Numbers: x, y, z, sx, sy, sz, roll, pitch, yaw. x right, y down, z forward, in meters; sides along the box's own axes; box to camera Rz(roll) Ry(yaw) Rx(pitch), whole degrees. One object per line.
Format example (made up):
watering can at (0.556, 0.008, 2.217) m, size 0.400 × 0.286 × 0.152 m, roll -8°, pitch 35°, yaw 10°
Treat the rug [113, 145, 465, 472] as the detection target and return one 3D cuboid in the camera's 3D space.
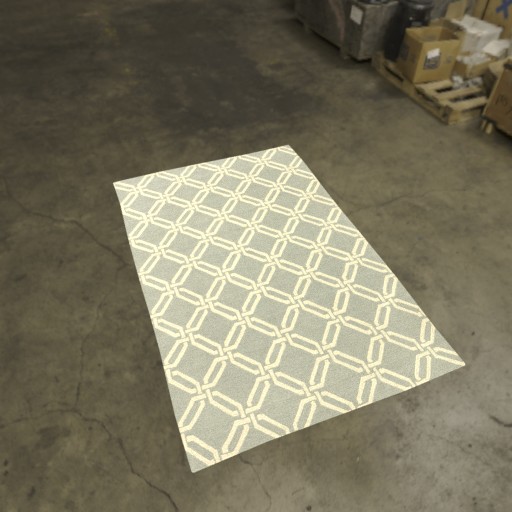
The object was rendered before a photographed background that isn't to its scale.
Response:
rug at (0.000, 0.000, 2.203) m, size 1.148 × 0.010 × 1.754 m, roll -16°, pitch 48°, yaw -15°
